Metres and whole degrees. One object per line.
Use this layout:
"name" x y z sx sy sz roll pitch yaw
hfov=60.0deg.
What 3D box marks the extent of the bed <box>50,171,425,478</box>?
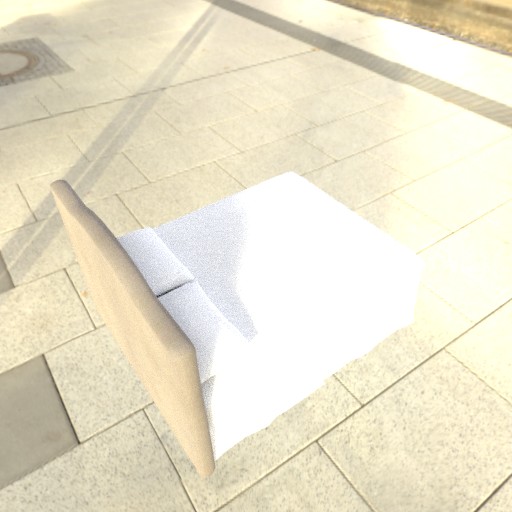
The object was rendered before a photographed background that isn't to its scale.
"bed" 0.000 0.000 3.276 2.128 1.441 1.744 -27 50 -26
